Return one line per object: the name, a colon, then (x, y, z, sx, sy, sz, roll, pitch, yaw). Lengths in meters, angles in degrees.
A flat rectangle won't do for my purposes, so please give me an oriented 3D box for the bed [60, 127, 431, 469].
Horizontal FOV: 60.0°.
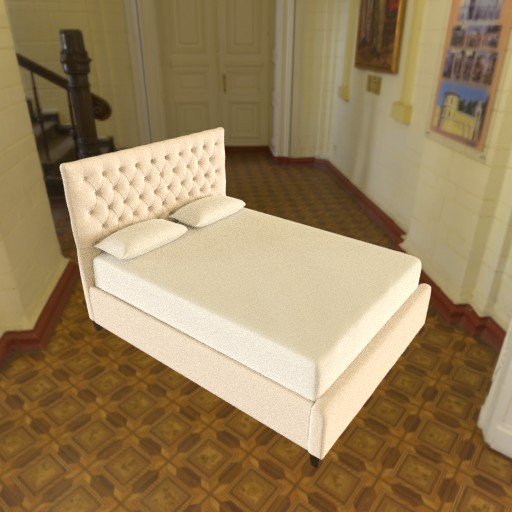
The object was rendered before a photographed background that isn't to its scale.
bed: (0.000, 0.000, 3.397, 2.233, 1.426, 1.696, 20, 33, 33)
